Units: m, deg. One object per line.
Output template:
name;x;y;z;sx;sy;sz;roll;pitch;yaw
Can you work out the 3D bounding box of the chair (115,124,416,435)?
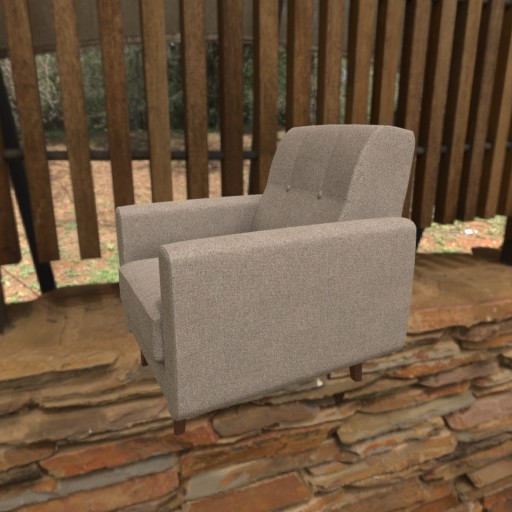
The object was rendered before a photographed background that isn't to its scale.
chair;0.000;0.000;1.693;0.942;0.968;0.845;-7;17;-25
